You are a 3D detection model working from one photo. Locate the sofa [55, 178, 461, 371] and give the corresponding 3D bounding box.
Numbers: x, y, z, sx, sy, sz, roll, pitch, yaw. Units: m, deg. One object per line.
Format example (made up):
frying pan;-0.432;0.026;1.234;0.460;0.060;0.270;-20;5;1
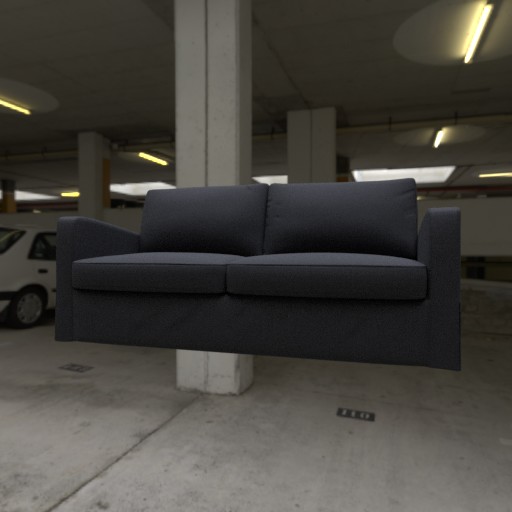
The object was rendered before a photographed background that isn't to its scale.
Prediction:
sofa;0.000;0.000;2.306;1.852;0.839;0.898;0;1;17
